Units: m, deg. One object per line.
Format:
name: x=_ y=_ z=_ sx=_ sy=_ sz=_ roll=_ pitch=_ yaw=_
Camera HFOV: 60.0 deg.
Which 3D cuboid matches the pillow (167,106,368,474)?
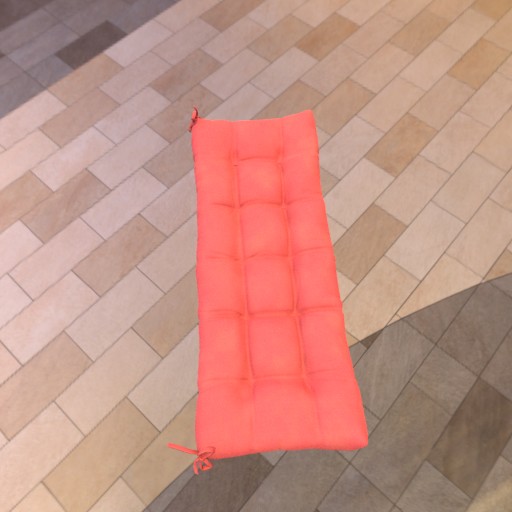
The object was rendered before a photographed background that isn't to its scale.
pillow: x=0.000 y=0.000 z=1.378 sx=0.511 sy=0.174 sz=1.194 roll=-4 pitch=64 yaw=-2
